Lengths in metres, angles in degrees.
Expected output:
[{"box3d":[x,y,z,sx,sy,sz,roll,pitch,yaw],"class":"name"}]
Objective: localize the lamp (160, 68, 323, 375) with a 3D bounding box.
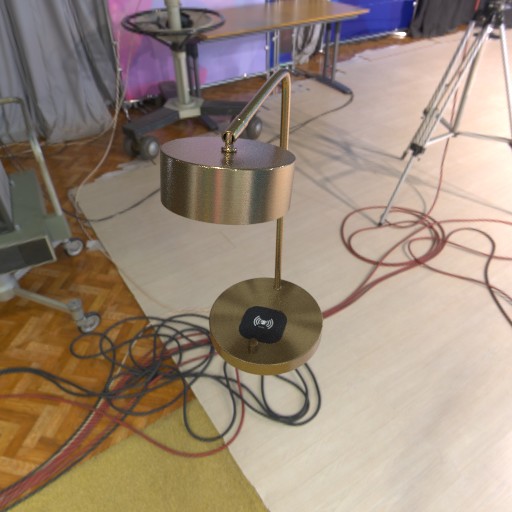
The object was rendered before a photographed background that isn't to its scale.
[{"box3d":[0.000,0.000,0.521,0.171,0.380,0.270,12,43,13],"class":"lamp"}]
